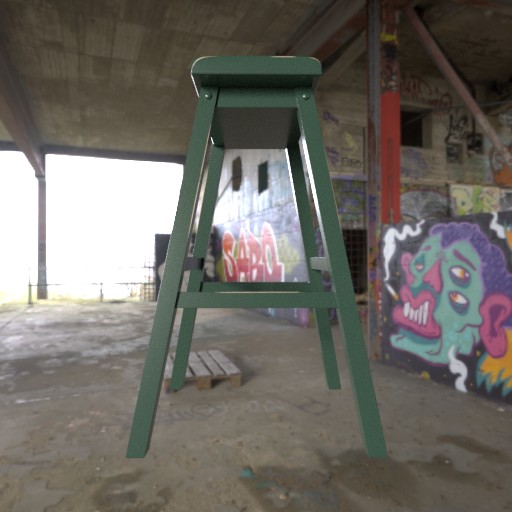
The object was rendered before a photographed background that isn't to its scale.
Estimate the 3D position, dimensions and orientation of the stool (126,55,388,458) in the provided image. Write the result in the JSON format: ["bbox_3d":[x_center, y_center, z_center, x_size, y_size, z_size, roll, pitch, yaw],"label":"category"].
[{"bbox_3d":[0.000,0.000,1.036,0.476,0.737,0.457,0,-1,0],"label":"stool"}]
